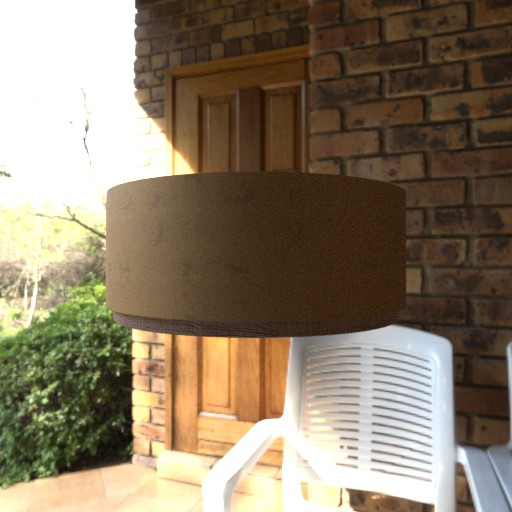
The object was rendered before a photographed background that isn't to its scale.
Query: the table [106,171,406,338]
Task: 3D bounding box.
[{"bbox_3d":[0.000,0.000,1.559,1.001,0.409,1.001,0,0,0],"label":"table"}]
